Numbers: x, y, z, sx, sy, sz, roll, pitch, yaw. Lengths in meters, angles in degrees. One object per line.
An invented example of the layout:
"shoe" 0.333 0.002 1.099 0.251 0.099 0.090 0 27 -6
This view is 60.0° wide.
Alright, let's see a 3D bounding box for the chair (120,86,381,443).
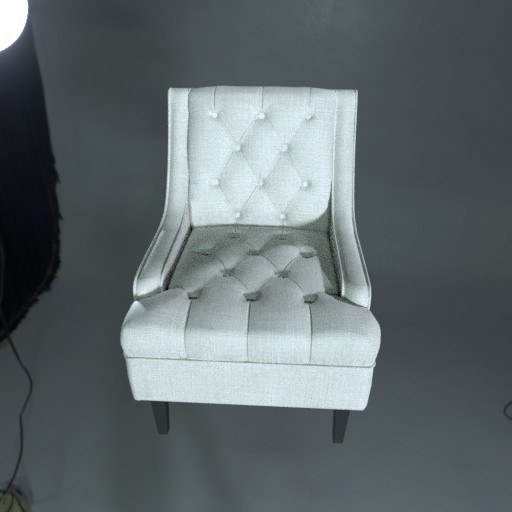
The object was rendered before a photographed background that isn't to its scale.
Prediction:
"chair" 0.000 0.000 1.373 0.658 0.891 0.772 2 29 3
